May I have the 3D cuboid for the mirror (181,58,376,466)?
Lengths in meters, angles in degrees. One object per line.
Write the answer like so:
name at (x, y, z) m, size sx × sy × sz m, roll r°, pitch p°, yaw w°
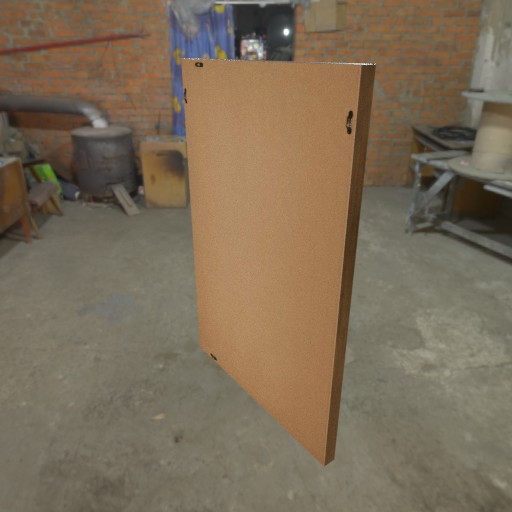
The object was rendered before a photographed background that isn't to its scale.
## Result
mirror at (0.000, 0.000, 1.134) m, size 0.041 × 0.915 × 0.609 m, roll -17°, pitch 30°, yaw -33°
